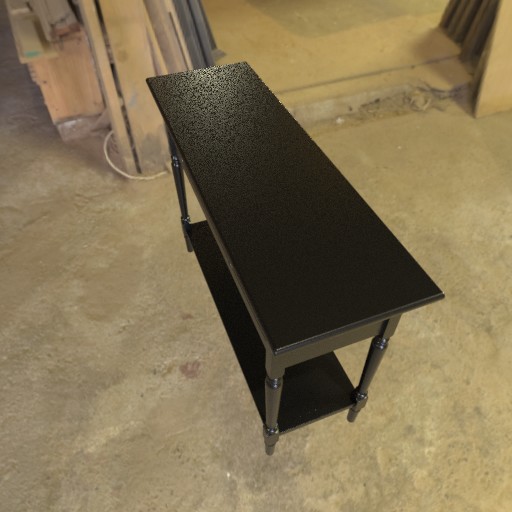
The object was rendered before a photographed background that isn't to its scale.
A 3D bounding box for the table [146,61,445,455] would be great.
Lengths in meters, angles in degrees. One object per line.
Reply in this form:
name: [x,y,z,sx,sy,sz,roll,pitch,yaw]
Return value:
table: [0.000,0.000,1.545,0.386,0.819,1.191,-16,49,-14]
